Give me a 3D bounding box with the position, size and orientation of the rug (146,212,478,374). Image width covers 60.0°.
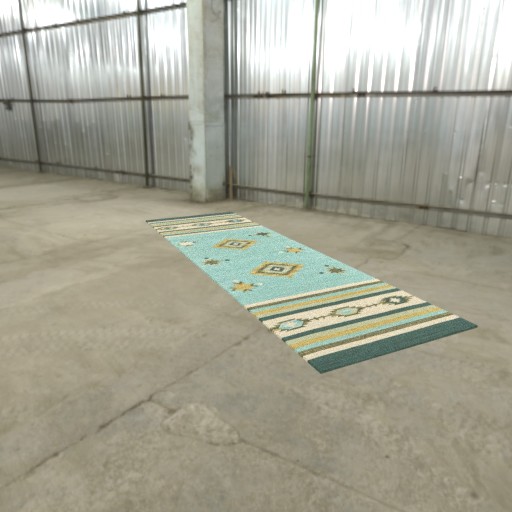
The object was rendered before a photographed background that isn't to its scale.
[{"bbox_3d":[0.000,0.000,2.635,0.744,0.010,2.441,-8,19,-25],"label":"rug"}]
